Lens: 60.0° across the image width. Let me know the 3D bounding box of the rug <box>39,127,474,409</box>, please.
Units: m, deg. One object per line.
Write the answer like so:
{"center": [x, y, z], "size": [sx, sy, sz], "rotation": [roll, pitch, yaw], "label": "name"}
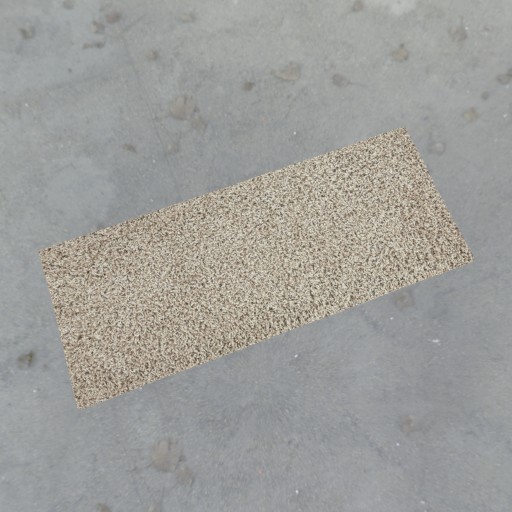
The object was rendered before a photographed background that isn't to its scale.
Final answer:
{"center": [0.000, 0.000, 1.669], "size": [1.524, 0.030, 0.609], "rotation": [-20, 75, -5], "label": "rug"}
